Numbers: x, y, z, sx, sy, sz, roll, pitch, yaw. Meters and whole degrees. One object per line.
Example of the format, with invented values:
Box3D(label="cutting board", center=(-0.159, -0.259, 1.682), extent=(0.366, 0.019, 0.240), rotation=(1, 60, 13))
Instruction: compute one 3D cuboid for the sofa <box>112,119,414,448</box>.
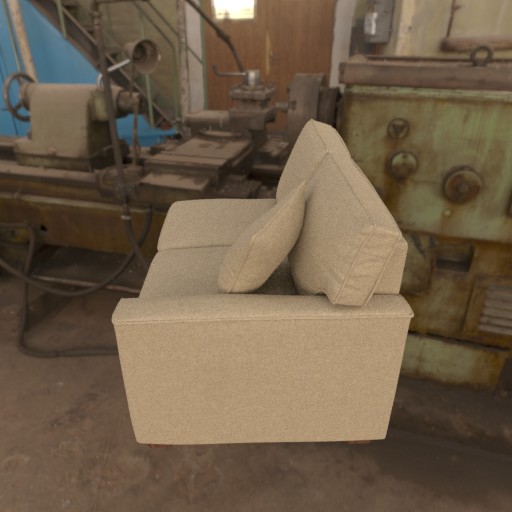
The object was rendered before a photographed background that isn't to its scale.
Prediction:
Box3D(label="sofa", center=(0.000, 0.000, 2.080), extent=(0.991, 0.989, 1.388), rotation=(-1, 29, -1))
